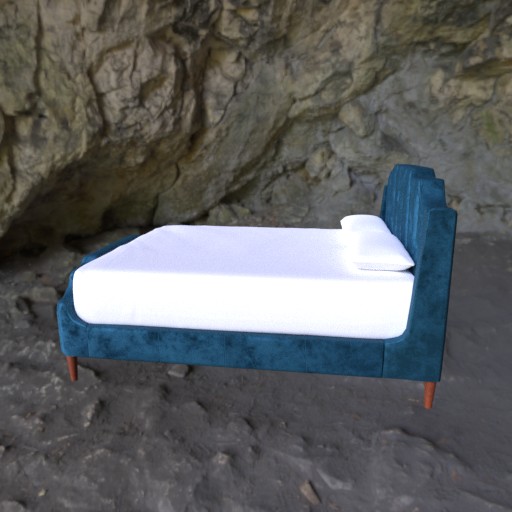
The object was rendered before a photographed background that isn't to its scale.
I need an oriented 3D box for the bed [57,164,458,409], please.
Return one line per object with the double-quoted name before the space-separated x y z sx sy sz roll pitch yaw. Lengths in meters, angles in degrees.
"bed" 0.000 0.000 3.311 2.322 1.338 1.678 2 14 8
